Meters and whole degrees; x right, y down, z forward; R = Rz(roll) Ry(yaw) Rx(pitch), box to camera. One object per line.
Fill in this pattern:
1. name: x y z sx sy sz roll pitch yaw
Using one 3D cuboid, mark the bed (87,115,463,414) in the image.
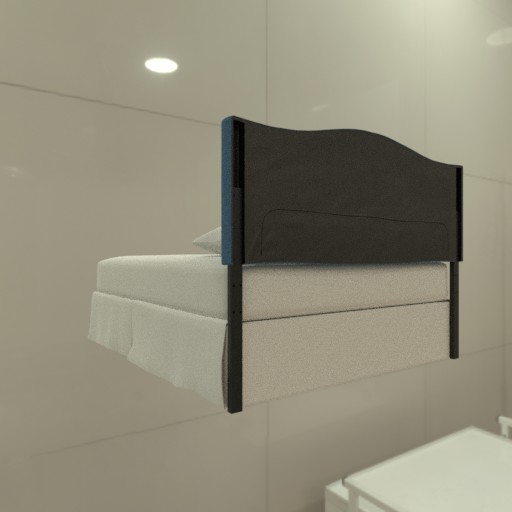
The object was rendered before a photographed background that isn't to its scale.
1. bed: 0.000 0.000 2.830 1.610 1.169 1.872 0 0 -36
